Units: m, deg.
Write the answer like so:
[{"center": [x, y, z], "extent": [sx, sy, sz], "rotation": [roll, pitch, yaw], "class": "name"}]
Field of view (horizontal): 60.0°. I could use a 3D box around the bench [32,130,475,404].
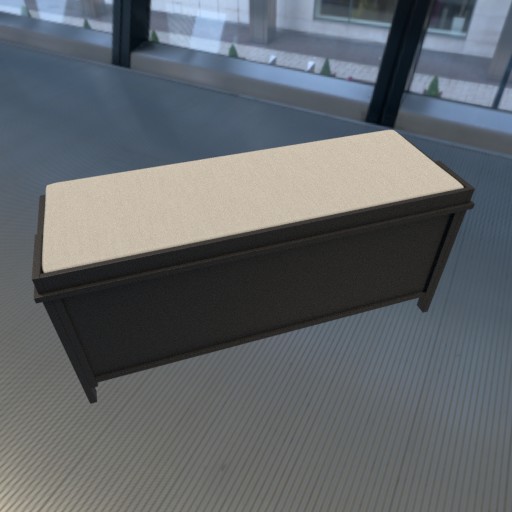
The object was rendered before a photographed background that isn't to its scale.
[{"center": [0.000, 0.000, 1.364], "extent": [1.140, 0.501, 0.398], "rotation": [-12, 43, -13], "class": "bench"}]
